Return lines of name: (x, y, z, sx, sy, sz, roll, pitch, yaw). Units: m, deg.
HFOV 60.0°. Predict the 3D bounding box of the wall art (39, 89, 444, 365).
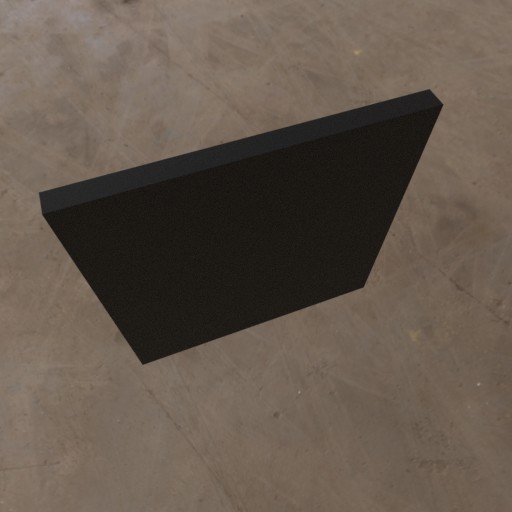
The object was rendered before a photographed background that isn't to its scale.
wall art: (0.000, 0.000, 0.681, 0.462, 0.458, 0.030, -18, 60, -11)
